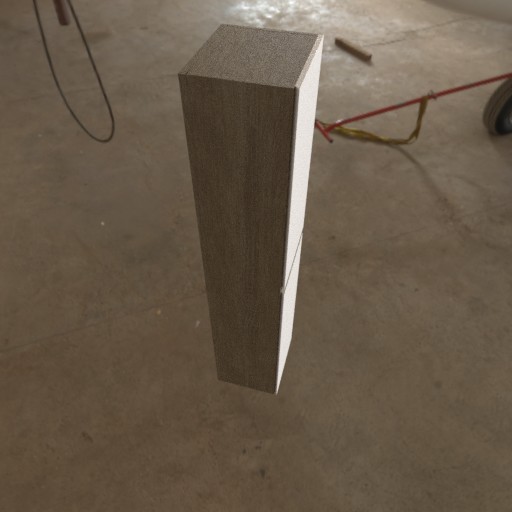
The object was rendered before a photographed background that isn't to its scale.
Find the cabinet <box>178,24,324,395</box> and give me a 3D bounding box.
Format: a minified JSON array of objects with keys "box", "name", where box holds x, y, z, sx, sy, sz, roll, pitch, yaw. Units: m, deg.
[{"box":[0.000,0.000,1.551,0.270,1.400,0.300,12,48,11],"name":"cabinet"}]
